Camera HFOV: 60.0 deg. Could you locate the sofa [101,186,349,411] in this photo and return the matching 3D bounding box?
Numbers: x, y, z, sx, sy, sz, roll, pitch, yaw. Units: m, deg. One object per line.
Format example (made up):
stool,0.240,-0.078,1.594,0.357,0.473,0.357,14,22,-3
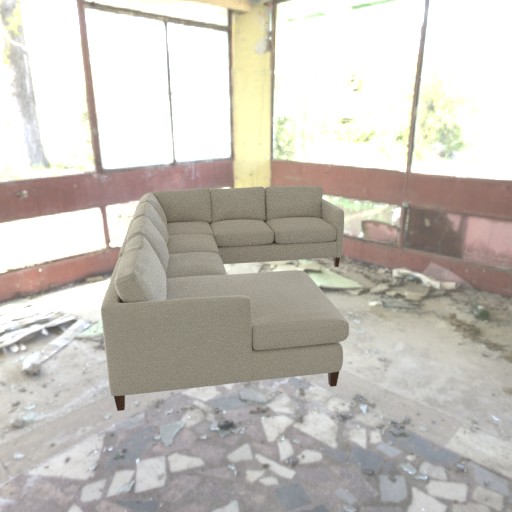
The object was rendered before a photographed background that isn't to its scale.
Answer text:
sofa,0.000,0.000,4.552,2.593,0.956,3.459,-3,18,-10
